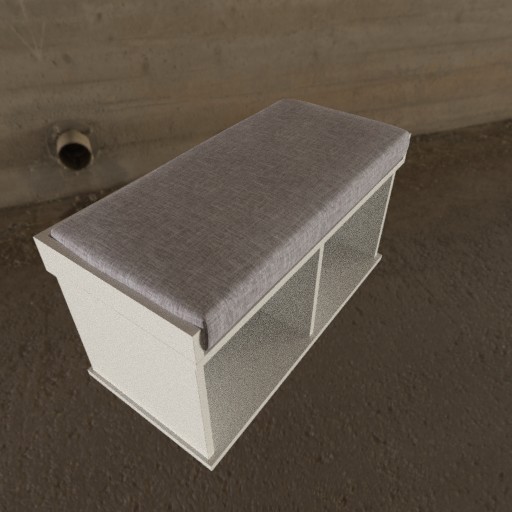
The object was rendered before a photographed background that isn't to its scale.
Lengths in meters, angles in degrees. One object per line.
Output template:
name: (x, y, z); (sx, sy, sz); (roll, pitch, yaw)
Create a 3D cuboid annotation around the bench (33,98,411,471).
bench: (0.000, 0.000, 0.995); (0.362, 0.461, 0.734); (25, 47, 27)
